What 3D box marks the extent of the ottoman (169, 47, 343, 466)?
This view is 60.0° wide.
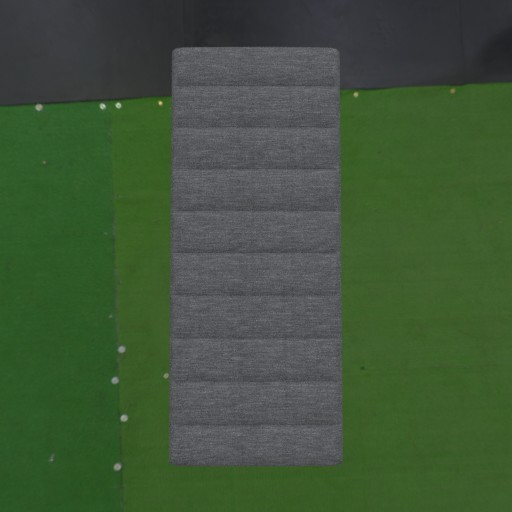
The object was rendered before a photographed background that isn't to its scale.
[{"bbox_3d":[0.000,0.000,1.407,0.482,0.469,1.151,0,88,0],"label":"ottoman"}]
